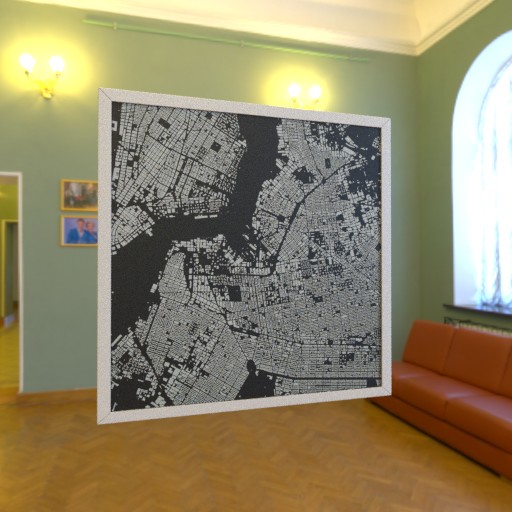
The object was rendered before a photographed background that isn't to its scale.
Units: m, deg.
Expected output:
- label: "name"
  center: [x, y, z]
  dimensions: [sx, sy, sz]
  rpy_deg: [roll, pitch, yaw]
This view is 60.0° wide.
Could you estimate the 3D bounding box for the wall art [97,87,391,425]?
- label: "wall art"
  center: [0.000, 0.000, 1.133]
  dimensions: [0.761, 0.762, 0.050]
  rpy_deg: [0, -1, -17]
